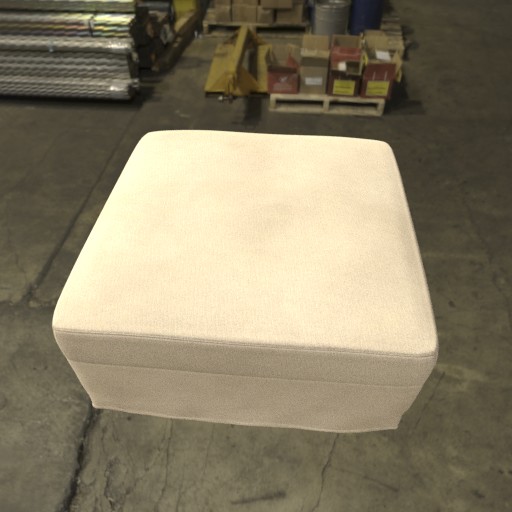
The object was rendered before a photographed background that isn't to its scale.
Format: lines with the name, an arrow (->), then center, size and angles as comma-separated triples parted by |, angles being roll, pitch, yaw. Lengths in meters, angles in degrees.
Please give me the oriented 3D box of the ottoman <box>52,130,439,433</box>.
ottoman -> 0.000, 0.000, 1.308 | 0.842, 0.441, 0.843 | 3, 46, 3
